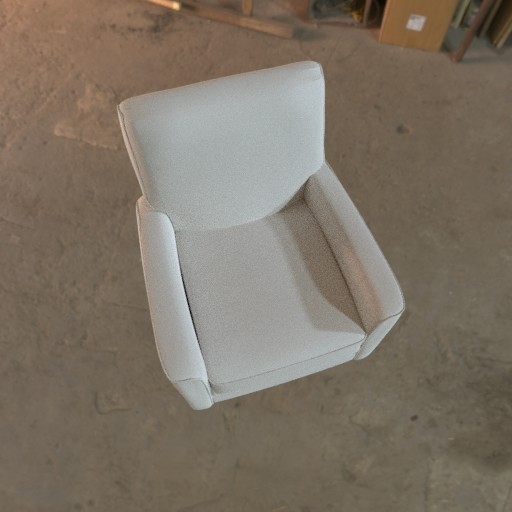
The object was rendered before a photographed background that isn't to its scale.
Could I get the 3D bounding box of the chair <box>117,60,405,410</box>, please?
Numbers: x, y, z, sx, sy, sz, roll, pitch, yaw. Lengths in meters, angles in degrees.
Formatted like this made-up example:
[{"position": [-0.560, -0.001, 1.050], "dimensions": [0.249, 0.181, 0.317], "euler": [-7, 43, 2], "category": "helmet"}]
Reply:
[{"position": [0.000, 0.000, 1.672], "dimensions": [0.841, 1.028, 0.858], "euler": [-15, 63, -8], "category": "chair"}]
